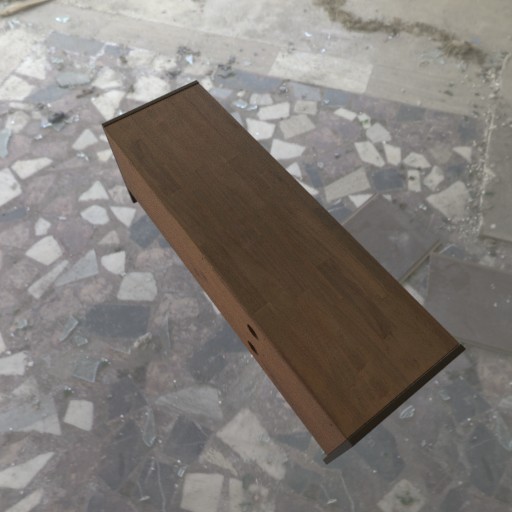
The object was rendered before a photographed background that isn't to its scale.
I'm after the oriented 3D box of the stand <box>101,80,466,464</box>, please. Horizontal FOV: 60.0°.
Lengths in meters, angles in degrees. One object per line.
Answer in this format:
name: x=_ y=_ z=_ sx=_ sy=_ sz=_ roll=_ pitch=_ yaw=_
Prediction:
stand: x=0.000 y=0.000 z=1.756 sx=0.454 sy=0.506 sz=1.480 roll=-32 pitch=65 yaw=-17
